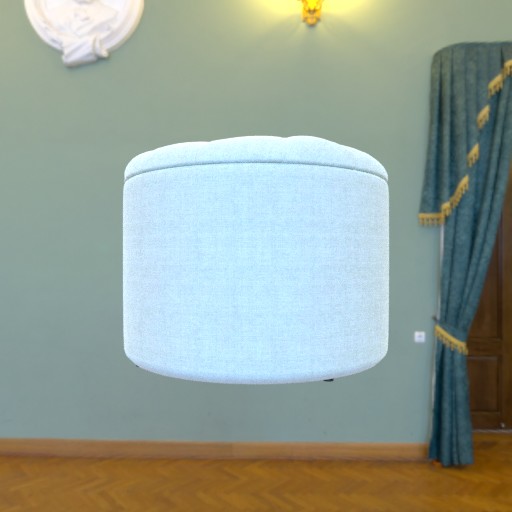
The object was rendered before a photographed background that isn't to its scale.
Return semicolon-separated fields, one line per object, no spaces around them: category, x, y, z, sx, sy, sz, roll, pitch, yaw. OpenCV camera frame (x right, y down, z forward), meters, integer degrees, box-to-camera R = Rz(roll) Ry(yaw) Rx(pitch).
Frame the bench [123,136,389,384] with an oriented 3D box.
bench;0.000;0.000;1.044;0.600;0.453;0.600;0;0;0
